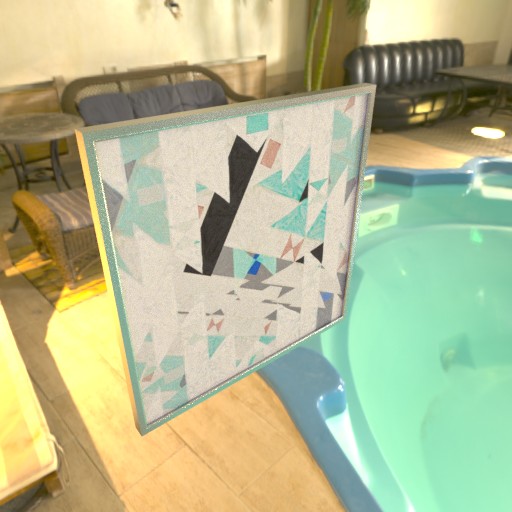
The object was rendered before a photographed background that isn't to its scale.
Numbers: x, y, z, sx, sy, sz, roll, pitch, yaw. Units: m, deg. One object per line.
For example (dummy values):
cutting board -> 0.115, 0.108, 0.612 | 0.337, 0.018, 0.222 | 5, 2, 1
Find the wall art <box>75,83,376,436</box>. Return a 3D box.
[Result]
wall art -> 0.000, 0.000, 1.208 | 0.806, 0.806, 0.038 | -22, 37, -32
